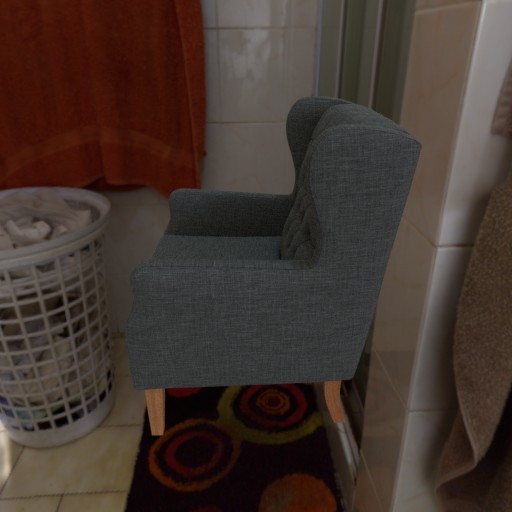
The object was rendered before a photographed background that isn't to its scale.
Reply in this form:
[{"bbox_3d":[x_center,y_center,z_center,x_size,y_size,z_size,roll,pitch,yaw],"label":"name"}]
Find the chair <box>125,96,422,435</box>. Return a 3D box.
[{"bbox_3d":[0.000,0.000,1.488,0.775,0.953,0.711,0,26,-1],"label":"chair"}]
